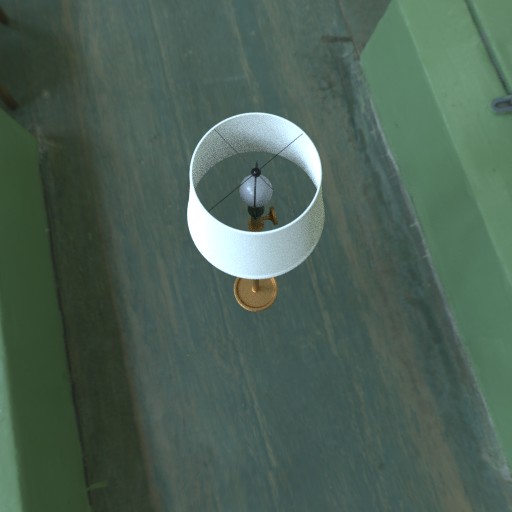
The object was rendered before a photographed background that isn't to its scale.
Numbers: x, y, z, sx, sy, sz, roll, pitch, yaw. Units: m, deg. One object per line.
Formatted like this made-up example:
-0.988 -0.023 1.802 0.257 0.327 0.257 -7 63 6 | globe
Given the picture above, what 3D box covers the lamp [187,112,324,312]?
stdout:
0.000 0.000 0.802 0.178 0.710 0.178 0 76 0 | lamp
